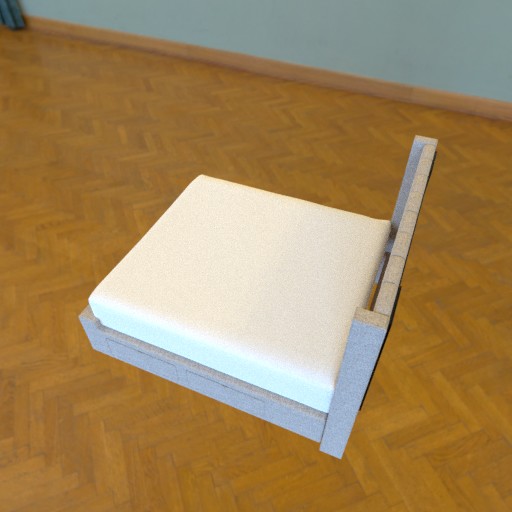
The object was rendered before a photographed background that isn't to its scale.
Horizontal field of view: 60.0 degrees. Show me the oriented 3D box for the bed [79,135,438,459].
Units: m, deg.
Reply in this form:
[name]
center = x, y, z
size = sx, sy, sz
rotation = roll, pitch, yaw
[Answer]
[bed]
center = 0.000, 0.000, 3.859
size = 2.372, 1.748, 2.044
rotation = 17, 48, 16
